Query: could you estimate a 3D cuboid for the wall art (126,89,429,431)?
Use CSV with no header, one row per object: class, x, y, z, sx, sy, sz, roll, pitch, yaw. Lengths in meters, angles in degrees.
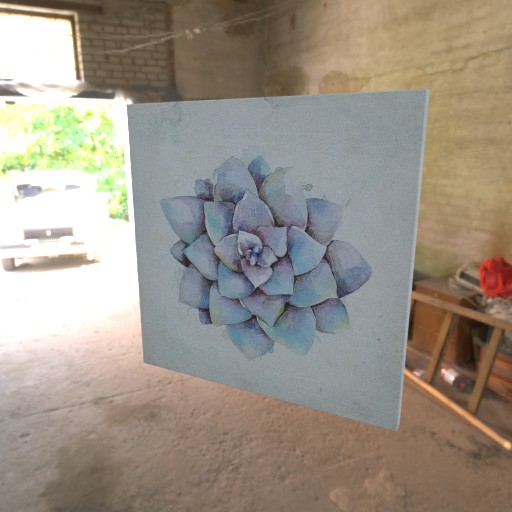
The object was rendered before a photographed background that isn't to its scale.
wall art,0.000,0.000,1.133,0.762,0.762,0.038,7,16,26
